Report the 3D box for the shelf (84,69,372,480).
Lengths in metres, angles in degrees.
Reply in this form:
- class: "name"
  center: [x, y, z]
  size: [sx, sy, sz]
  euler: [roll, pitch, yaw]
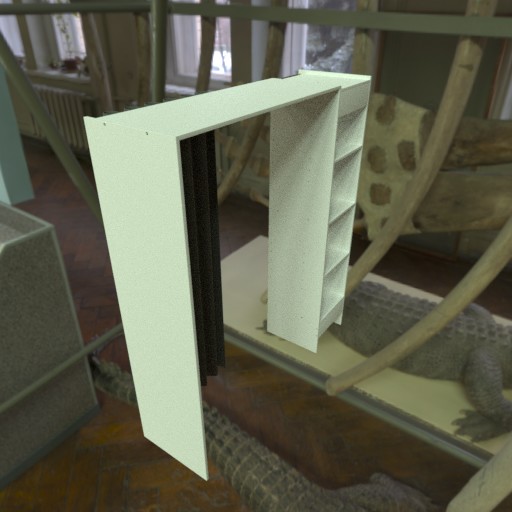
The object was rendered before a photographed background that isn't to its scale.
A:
- class: "shelf"
  center: [0.000, 0.000, 2.565]
  size: [0.500, 1.810, 1.600]
  euler: [20, 35, 30]
